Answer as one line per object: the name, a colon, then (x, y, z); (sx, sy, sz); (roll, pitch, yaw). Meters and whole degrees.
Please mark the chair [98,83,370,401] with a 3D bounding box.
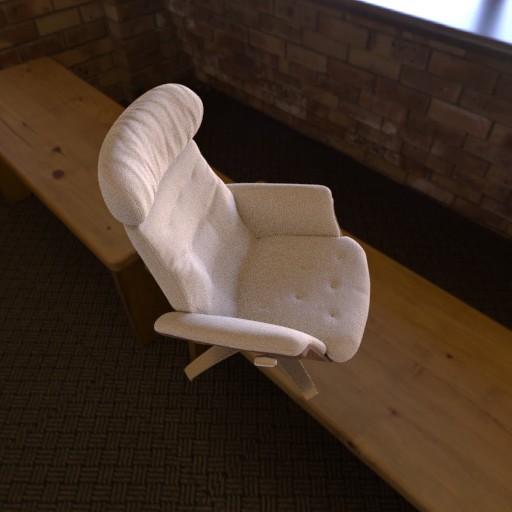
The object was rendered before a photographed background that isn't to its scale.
chair: (0.000, 0.000, 1.552); (0.837, 0.995, 0.785); (10, 48, 9)
